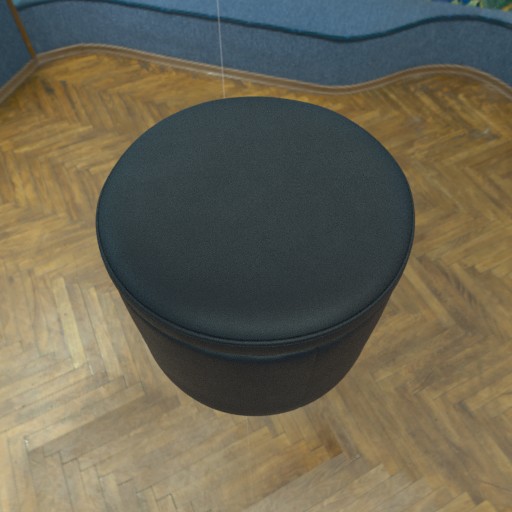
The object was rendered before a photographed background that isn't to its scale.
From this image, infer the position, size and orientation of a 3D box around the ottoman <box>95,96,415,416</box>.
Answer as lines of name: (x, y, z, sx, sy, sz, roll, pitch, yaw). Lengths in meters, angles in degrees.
ottoman: (0.000, 0.000, 0.840, 0.501, 0.409, 0.501, 0, 57, 0)
